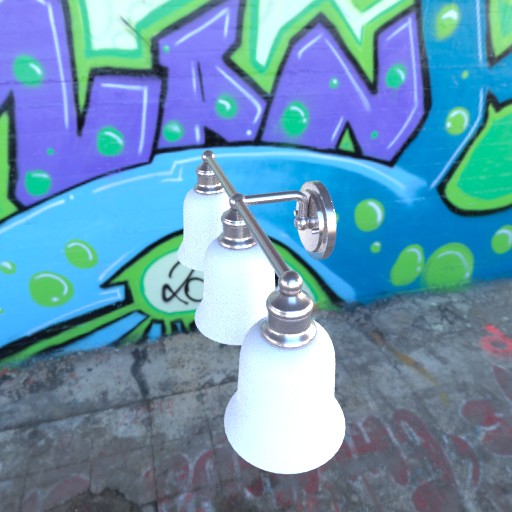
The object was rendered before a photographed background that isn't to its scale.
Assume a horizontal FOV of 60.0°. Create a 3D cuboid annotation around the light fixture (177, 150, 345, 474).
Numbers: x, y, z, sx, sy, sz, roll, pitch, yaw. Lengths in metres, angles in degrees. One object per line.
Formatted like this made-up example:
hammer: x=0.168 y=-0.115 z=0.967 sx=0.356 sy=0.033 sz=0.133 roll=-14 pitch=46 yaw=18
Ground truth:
light fixture: x=0.000 y=0.000 z=0.666 sx=0.198 sy=0.211 sz=0.570 roll=-8 pitch=31 yaw=-14
